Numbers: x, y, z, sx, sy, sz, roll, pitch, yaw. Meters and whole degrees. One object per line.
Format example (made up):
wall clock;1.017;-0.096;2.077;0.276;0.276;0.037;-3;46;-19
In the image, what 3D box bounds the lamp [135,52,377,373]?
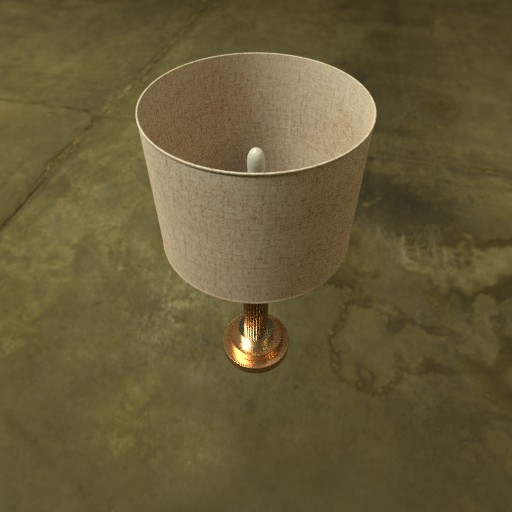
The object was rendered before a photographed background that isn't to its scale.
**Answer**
lamp;0.000;0.000;0.822;0.321;0.610;0.321;-23;51;-20
